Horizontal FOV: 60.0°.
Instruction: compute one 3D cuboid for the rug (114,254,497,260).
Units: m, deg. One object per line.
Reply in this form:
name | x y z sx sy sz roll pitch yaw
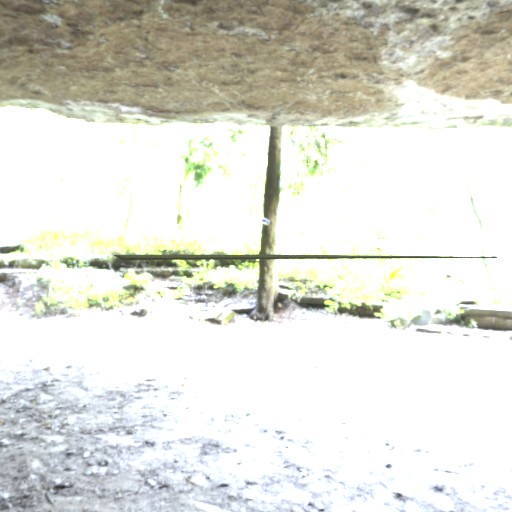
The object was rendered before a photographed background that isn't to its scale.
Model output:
rug | 0.000 0.000 3.449 2.073 0.011 2.584 0 1 -19
